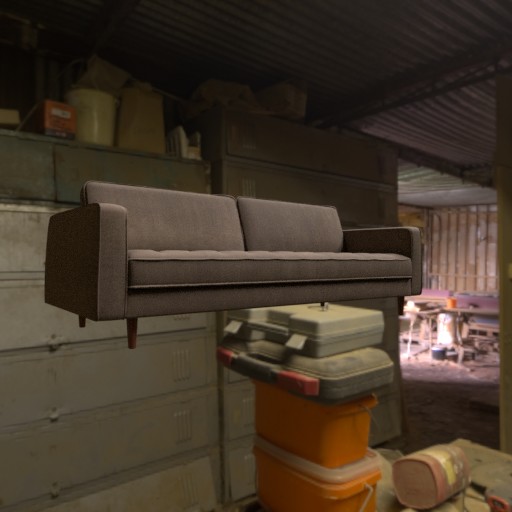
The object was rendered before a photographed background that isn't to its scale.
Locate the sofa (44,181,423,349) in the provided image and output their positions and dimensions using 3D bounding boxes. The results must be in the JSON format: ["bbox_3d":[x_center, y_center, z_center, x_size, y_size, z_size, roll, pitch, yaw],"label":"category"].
[{"bbox_3d":[0.000,0.000,2.775,2.295,0.813,0.923,0,-1,-37],"label":"sofa"}]
